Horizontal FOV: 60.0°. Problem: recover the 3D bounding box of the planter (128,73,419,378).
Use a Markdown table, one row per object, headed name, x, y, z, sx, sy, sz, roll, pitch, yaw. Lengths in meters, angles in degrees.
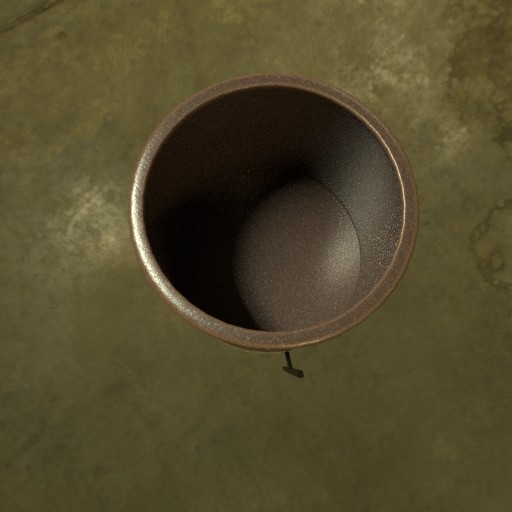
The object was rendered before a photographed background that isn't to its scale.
| name | x | y | z | sx | sy | sz | roll | pitch | yaw |
| --- | --- | --- | --- | --- | --- | --- | --- | --- | --- |
| planter | 0.000 | 0.000 | 0.521 | 0.260 | 0.353 | 0.250 | 11 | 77 | 3 |
